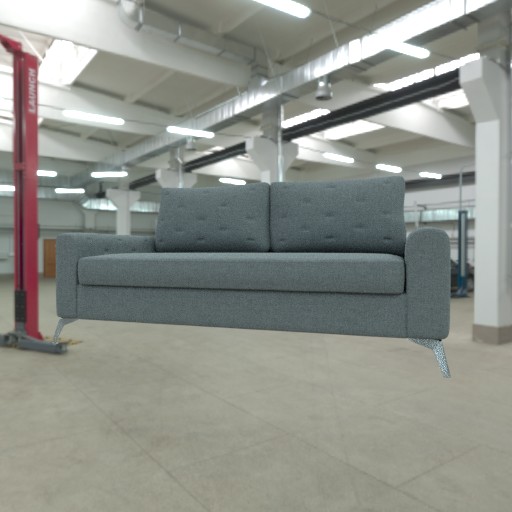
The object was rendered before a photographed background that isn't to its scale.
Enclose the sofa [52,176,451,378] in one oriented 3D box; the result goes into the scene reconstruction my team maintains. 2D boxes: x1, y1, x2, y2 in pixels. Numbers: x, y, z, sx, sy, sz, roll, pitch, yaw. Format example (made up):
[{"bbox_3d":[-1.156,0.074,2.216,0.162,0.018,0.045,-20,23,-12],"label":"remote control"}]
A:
[{"bbox_3d":[0.000,0.000,2.118,1.650,0.790,0.920,0,1,19],"label":"sofa"}]
